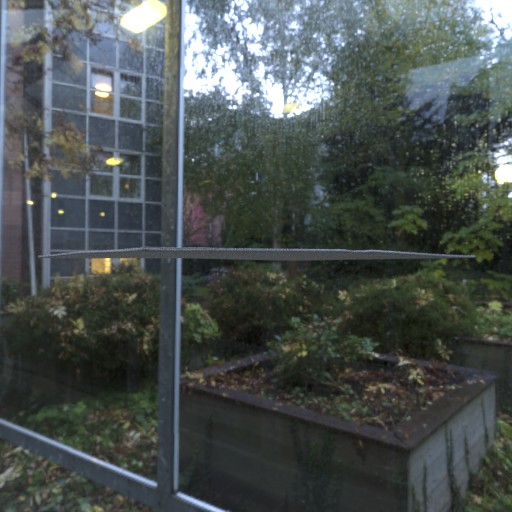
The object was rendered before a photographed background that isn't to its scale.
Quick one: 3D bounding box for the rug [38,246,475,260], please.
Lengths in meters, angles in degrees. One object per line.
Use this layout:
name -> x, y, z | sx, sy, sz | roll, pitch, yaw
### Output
rug -> 0.000, 0.000, 4.110 | 3.245, 0.046, 2.467 | 1, -2, -37
